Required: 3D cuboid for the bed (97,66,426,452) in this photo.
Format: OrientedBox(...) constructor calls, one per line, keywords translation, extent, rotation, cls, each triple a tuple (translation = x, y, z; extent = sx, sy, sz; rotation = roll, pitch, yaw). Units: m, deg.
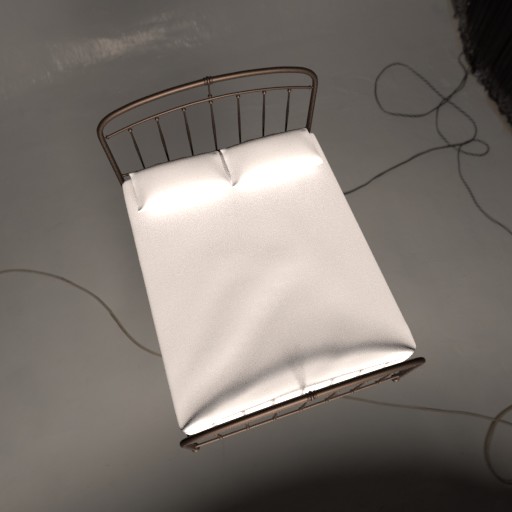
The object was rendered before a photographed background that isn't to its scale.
OrientedBox(translation=(0.000, 0.000, 3.227), extent=(1.711, 1.425, 2.180), rotation=(-16, 66, -8), cls="bed")
